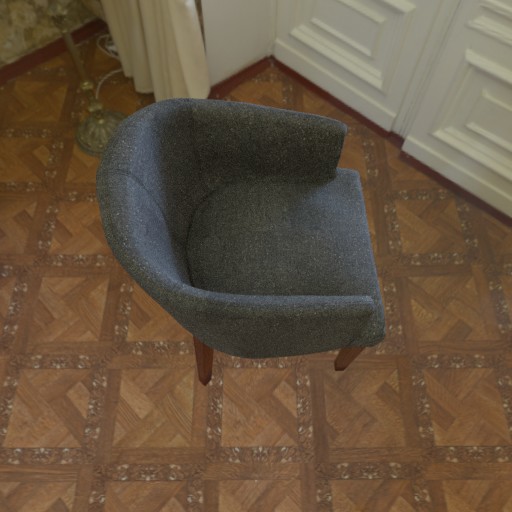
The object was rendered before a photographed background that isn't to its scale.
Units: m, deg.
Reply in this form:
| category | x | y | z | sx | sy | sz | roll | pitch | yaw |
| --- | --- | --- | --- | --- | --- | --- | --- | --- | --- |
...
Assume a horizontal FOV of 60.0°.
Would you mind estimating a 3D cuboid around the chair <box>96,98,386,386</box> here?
| category | x | y | z | sx | sy | sz | roll | pitch | yaw |
| --- | --- | --- | --- | --- | --- | --- | --- | --- | --- |
| chair | 0.000 | 0.000 | 1.258 | 0.655 | 0.811 | 0.583 | -1 | 63 | -1 |
